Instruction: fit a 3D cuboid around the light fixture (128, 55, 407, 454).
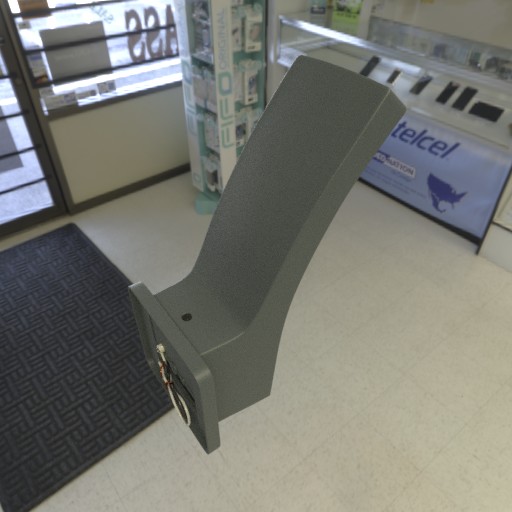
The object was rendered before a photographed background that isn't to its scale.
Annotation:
[{"bbox_3d":[0.000,0.000,0.325,0.174,0.243,0.108,-25,46,-27],"label":"light fixture"}]
